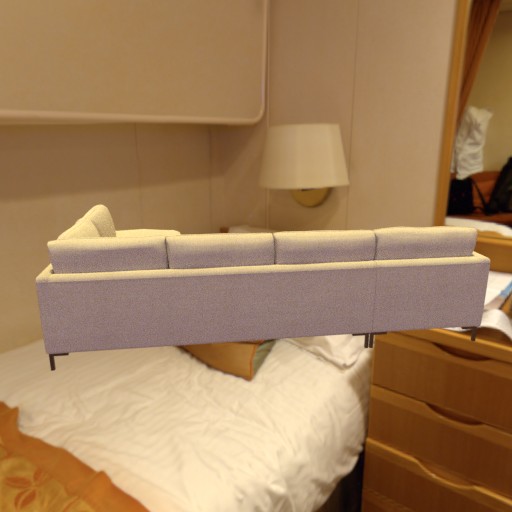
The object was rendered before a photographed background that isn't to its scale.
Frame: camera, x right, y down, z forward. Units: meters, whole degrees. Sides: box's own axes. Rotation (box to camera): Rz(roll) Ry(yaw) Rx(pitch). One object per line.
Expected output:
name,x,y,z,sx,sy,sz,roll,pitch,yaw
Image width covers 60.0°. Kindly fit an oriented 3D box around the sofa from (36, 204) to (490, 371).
sofa,0.000,0.000,3.496,2.737,0.756,1.879,-2,16,-8
